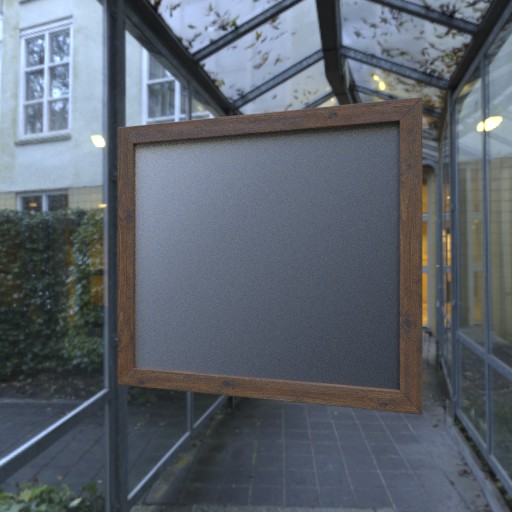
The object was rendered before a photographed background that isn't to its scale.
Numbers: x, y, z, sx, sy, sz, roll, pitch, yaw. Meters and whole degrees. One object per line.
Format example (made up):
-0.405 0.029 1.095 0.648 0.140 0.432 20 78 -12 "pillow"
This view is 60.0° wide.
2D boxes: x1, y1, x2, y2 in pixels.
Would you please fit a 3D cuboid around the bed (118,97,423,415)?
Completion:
0.000 0.000 1.490 1.046 0.942 0.046 0 0 17 "bed"
